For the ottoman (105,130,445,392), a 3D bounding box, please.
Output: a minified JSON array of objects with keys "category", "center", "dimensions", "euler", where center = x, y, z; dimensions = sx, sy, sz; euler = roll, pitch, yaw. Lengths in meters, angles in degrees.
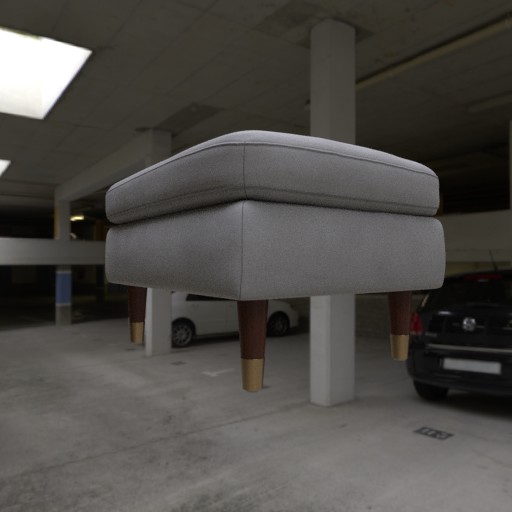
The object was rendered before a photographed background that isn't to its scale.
[{"category":"ottoman","center":[0.000,0.000,1.131],"dimensions":[0.593,0.478,0.747],"euler":[0,-1,-36]}]
